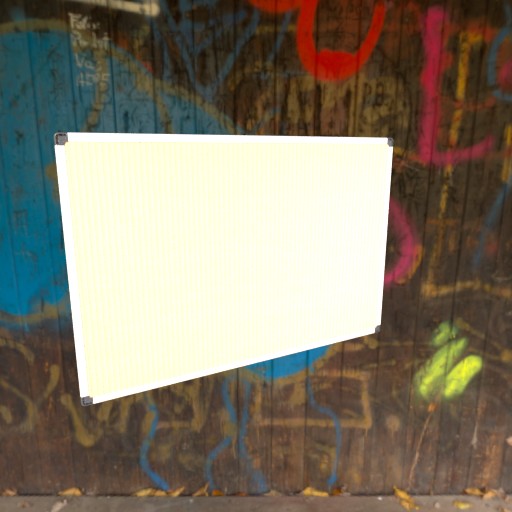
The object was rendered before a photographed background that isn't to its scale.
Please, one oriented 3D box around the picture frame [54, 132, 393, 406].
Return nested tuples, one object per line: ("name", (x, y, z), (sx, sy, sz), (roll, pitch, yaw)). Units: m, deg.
("picture frame", (0.000, 0.000, 1.143), (0.900, 0.600, 0.010), (-7, 15, -28))
